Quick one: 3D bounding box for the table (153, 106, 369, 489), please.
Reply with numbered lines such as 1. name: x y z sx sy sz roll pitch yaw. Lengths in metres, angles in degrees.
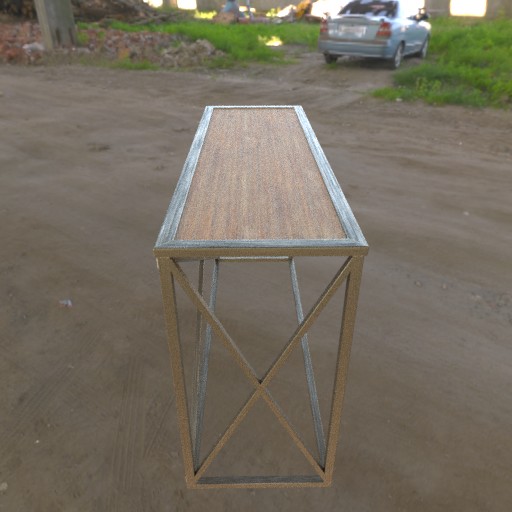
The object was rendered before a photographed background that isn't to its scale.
1. table: 0.000 0.000 1.537 0.402 0.753 1.216 0 31 -1
